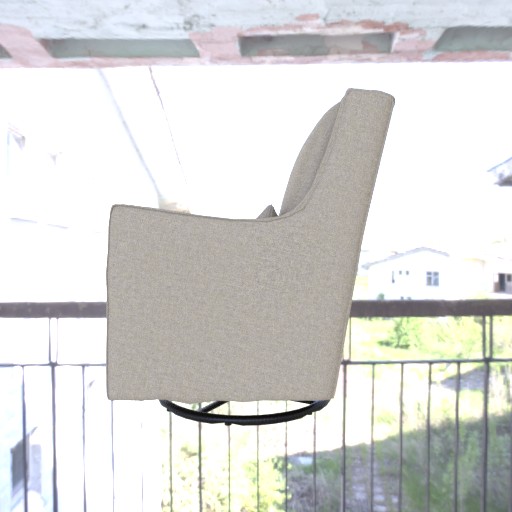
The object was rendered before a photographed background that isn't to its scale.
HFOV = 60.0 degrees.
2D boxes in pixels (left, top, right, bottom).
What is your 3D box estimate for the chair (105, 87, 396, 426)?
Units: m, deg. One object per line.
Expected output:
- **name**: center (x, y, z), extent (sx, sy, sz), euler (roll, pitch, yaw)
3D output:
- **chair**: center (0.000, 0.000, 1.590), extent (0.879, 0.993, 0.732), euler (0, 0, 0)
